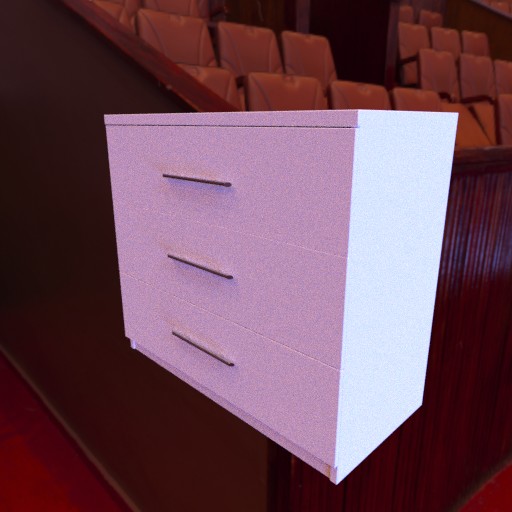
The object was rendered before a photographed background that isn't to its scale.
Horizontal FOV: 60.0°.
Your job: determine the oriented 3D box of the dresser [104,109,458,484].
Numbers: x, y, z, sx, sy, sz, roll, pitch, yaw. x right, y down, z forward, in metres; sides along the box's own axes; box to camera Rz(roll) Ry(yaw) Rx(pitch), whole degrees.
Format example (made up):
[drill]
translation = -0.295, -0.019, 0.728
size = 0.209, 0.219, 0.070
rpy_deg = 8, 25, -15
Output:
[dresser]
translation = 0.000, 0.000, 1.213
size = 0.420, 0.740, 0.830
rpy_deg = -16, 23, -42
